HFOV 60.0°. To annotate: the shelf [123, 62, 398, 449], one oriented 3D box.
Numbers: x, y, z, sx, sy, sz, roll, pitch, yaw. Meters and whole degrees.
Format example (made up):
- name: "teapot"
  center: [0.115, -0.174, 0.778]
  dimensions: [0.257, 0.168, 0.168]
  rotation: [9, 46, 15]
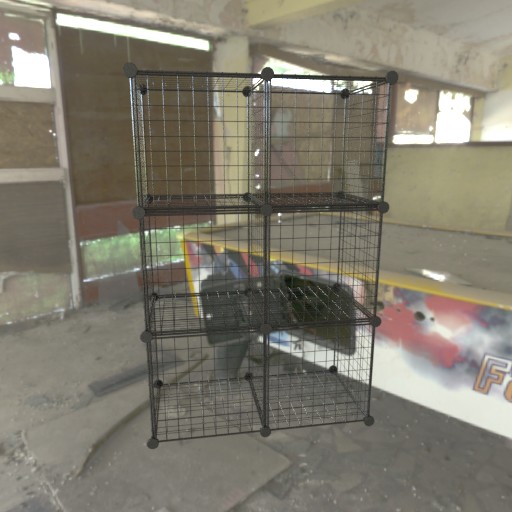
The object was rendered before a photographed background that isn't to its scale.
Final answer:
- name: "shelf"
  center: [0.000, 0.000, 1.415]
  dimensions: [0.711, 1.067, 0.356]
  rotation: [-2, 14, -9]
